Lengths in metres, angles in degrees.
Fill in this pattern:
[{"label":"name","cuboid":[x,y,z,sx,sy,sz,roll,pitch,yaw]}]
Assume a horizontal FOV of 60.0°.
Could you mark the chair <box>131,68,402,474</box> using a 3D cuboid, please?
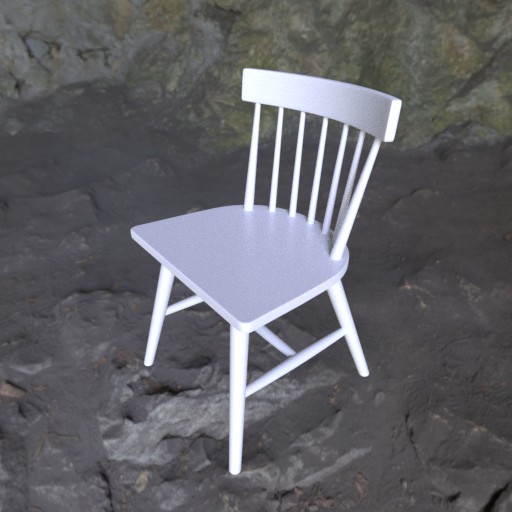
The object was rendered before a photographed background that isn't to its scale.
[{"label":"chair","cuboid":[0.000,0.000,1.102,0.500,0.787,0.483,-23,38,-32]}]
